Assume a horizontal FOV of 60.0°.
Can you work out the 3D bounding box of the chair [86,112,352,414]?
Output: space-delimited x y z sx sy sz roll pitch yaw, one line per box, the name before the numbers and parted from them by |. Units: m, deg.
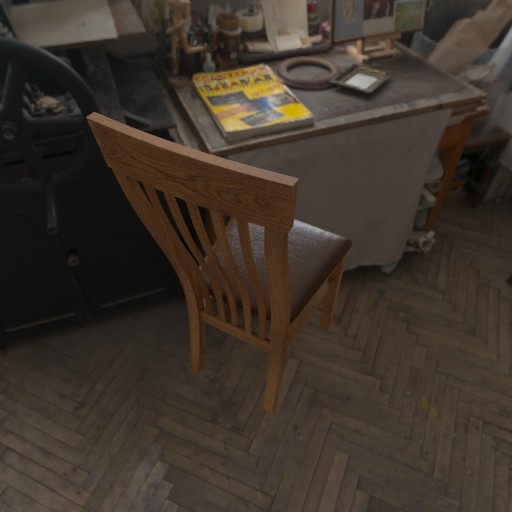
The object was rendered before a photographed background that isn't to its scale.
chair | 0.000 0.000 1.332 0.450 1.050 0.580 22 50 20
